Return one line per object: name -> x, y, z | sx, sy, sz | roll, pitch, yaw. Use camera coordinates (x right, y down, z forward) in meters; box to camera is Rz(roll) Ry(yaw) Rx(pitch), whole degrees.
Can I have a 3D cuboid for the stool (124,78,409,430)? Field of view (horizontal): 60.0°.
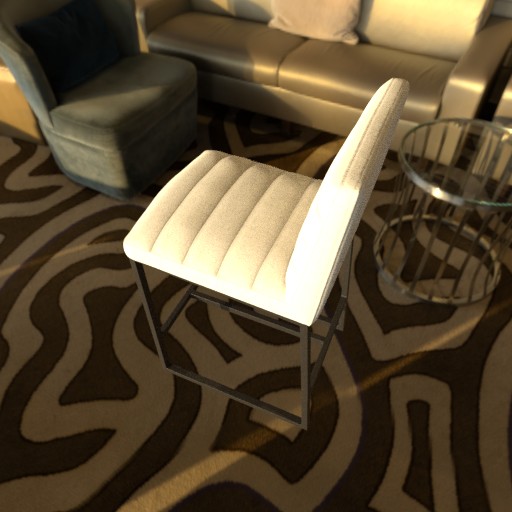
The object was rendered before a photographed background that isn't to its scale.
stool -> 0.000, 0.000, 1.270 | 0.567, 0.971, 0.459 | 18, 49, 16
